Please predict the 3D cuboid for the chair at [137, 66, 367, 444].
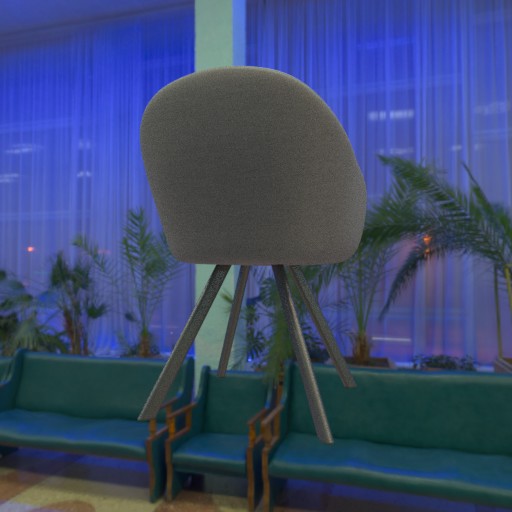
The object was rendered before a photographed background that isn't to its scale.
[{"bbox_3d":[0.000,0.000,1.169,0.540,0.780,0.570,-1,-2,19],"label":"chair"}]
